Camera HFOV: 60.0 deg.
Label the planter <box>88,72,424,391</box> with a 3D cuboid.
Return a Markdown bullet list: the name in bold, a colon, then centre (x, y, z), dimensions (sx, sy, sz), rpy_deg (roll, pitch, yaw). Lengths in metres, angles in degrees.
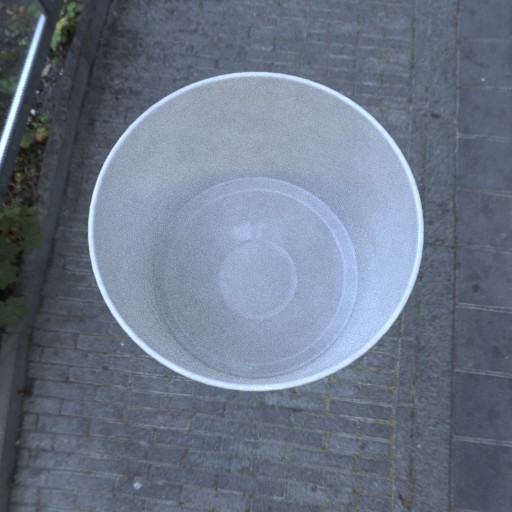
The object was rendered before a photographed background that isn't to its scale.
- **planter**: centre (0.000, 0.000, 0.445), dimensions (0.250, 0.239, 0.250), rpy_deg (0, 76, 0)
